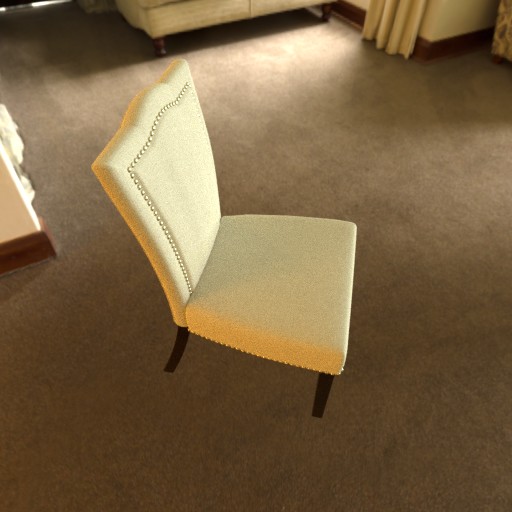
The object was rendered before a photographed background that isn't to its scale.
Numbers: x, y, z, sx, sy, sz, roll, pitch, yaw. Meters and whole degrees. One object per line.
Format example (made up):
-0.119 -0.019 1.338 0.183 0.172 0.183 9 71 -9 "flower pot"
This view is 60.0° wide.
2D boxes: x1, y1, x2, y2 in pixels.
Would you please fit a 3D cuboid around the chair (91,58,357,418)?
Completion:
0.000 0.000 1.300 0.589 0.946 0.518 9 48 8 "chair"
